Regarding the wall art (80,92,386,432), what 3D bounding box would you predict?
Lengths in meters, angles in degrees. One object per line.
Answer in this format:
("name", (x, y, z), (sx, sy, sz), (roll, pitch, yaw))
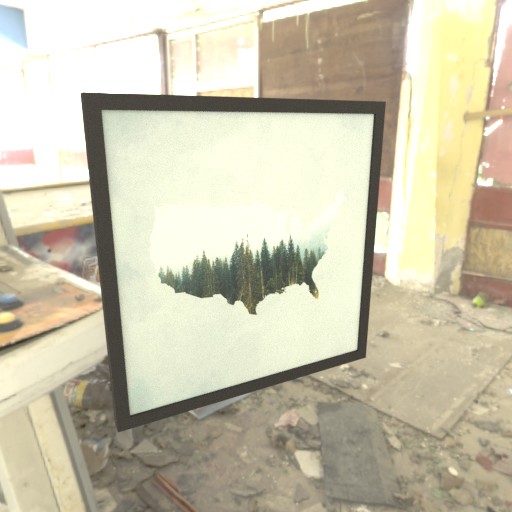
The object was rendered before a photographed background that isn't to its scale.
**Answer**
("wall art", (0.000, 0.000, 1.134), (0.763, 0.763, 0.038), (-8, 18, -27))
